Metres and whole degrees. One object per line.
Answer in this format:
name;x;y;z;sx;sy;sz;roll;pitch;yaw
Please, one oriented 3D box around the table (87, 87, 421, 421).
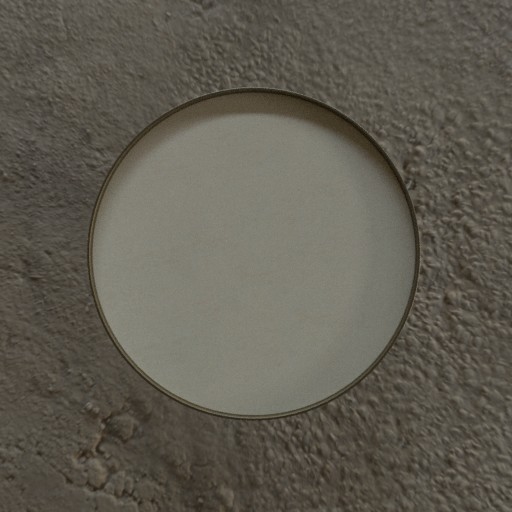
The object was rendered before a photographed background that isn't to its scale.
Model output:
table;0.000;0.000;0.919;0.480;0.565;0.480;0;89;1
